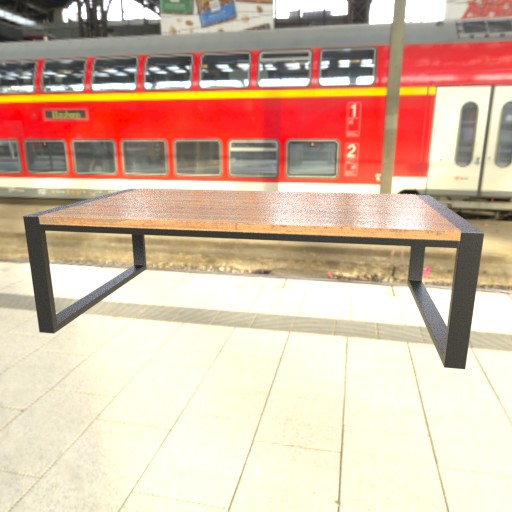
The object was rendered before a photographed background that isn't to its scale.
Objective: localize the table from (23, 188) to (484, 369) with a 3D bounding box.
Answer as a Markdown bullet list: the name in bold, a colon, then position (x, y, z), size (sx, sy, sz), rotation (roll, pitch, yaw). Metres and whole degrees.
- **table**: position (0.000, 0.000, 1.682), size (1.350, 0.400, 0.750), rotation (3, 16, 10)
